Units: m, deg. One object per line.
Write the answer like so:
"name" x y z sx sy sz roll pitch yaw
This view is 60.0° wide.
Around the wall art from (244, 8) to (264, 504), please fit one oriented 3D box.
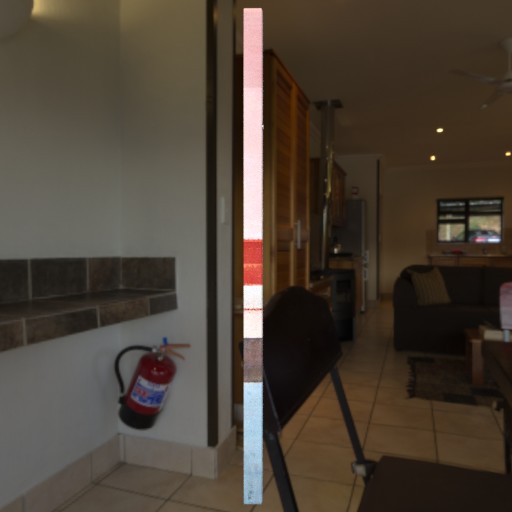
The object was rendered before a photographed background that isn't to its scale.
"wall art" 0.000 0.000 1.122 0.038 0.914 0.610 0 1 1
